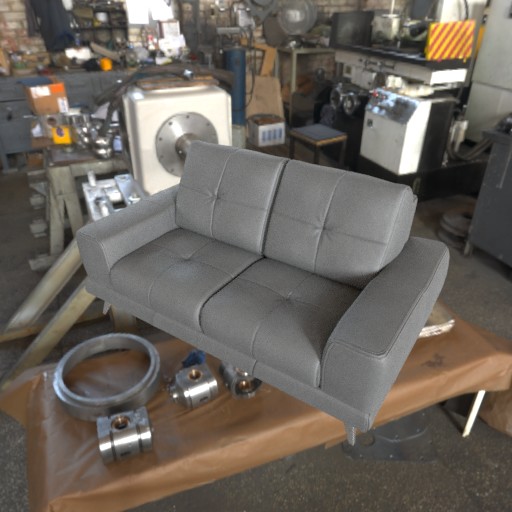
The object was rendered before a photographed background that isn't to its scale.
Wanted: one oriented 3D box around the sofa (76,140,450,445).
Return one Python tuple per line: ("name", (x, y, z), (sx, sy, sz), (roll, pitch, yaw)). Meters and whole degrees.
("sofa", (0.000, 0.000, 2.400), (1.806, 0.907, 1.018), (19, 36, 28))
